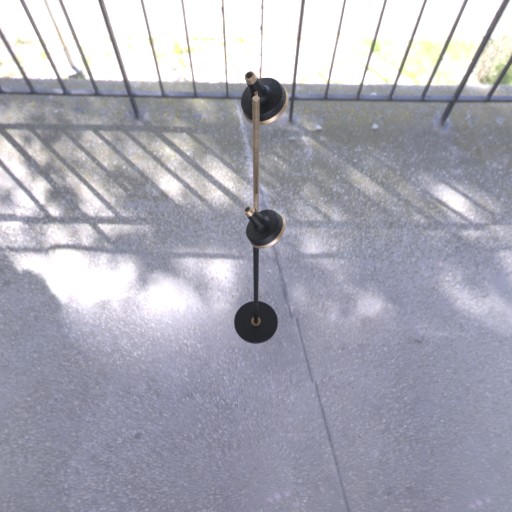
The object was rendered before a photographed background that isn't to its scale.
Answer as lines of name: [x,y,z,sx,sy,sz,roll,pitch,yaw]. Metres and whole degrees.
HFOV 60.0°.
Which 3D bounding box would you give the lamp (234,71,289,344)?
lamp: [0.000,0.000,1.823,0.253,1.674,0.351,0,63,0]
